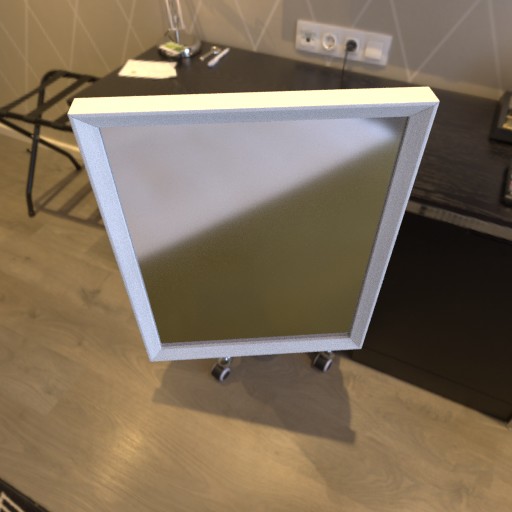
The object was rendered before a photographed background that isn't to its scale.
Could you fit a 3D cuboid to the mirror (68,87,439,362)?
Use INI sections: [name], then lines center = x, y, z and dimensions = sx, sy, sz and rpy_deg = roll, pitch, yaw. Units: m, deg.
[mirror]
center = 0.000, 0.000, 0.679
dimensions = 0.406, 0.509, 0.041
rpy_deg = -3, 46, -3
